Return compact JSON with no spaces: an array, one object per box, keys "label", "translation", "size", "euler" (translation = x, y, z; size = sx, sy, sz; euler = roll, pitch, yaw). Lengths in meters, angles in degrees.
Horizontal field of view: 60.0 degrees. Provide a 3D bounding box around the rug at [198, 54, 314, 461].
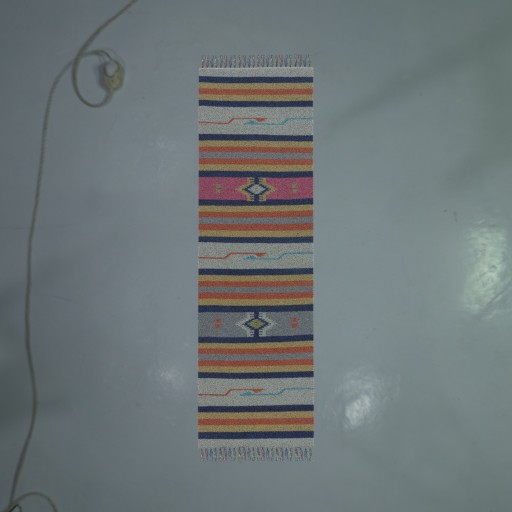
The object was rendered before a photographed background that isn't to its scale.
[{"label":"rug","translation":[0.000,0.000,2.671],"size":[0.695,0.017,2.455],"euler":[0,89,0]}]
